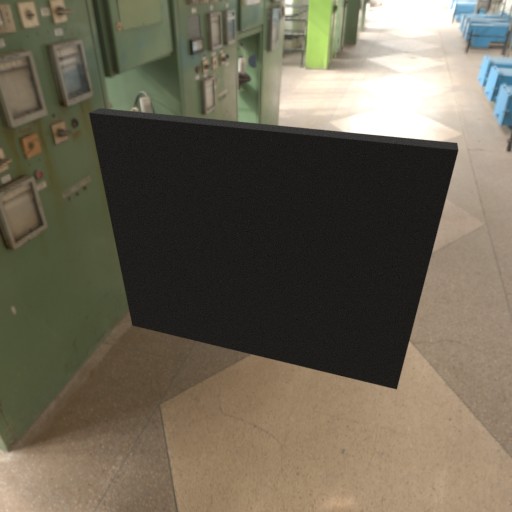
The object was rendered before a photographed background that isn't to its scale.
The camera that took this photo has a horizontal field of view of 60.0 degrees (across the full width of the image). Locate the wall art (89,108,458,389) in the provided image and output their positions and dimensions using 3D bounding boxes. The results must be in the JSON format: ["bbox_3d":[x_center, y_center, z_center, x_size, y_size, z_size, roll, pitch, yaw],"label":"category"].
[{"bbox_3d":[0.000,0.000,0.780,0.558,0.457,0.031,10,34,15],"label":"wall art"}]
